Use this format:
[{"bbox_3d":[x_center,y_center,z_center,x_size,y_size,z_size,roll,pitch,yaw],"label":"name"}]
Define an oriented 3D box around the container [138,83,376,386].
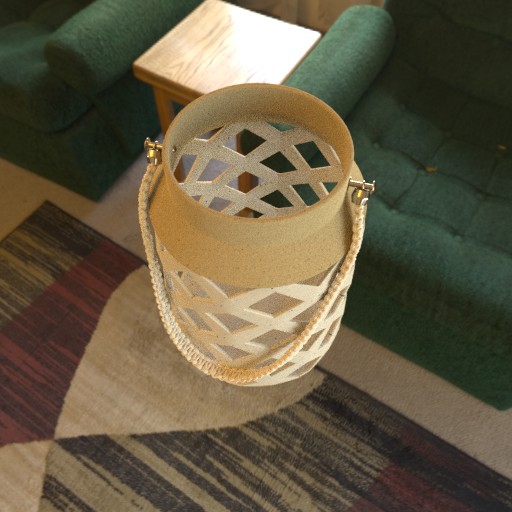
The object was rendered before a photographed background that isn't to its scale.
[{"bbox_3d":[0.000,0.000,0.346,0.163,0.229,0.172,12,60,7],"label":"container"}]
